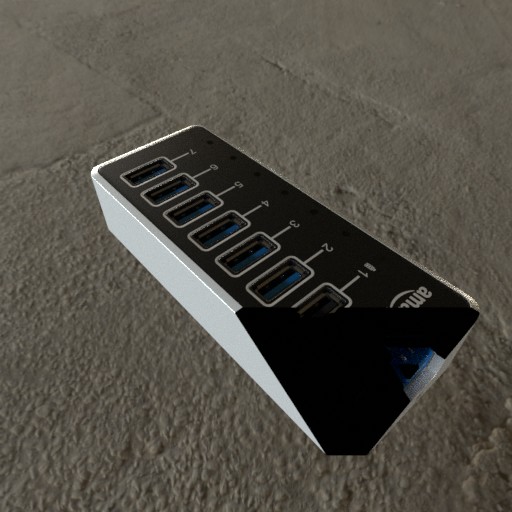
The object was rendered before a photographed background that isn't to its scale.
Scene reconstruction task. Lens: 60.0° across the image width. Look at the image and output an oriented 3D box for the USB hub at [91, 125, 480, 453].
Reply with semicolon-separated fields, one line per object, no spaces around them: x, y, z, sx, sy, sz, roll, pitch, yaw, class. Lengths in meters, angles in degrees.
0.000;0.000;0.127;0.044;0.023;0.110;-33;55;-27;USB hub
